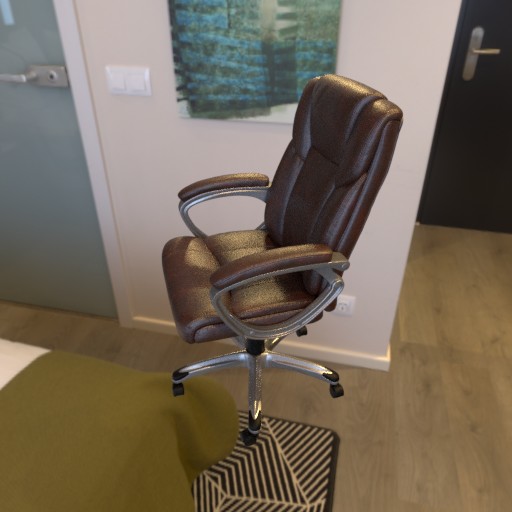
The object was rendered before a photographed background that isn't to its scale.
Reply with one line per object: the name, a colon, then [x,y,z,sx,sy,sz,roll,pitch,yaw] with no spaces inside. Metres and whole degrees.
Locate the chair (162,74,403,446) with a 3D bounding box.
chair: [0.000,0.000,1.542,0.692,1.128,0.656,-9,33,-14]
